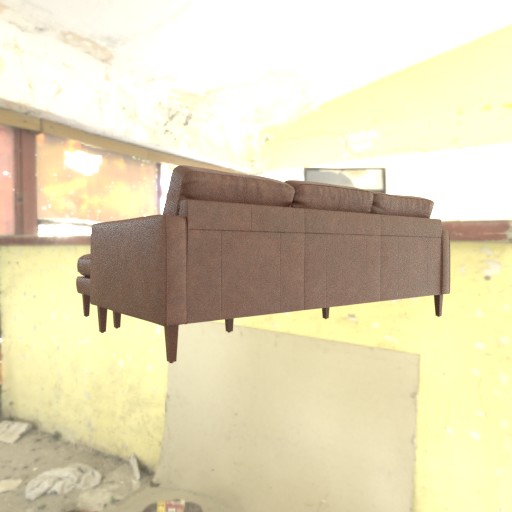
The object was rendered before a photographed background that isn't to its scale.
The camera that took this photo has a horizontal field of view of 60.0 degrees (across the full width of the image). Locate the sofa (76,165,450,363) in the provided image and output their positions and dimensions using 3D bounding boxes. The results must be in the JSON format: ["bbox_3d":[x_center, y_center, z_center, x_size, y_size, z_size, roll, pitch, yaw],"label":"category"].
[{"bbox_3d":[0.000,0.000,3.029,2.185,0.841,1.613,-1,1,-38],"label":"sofa"}]
